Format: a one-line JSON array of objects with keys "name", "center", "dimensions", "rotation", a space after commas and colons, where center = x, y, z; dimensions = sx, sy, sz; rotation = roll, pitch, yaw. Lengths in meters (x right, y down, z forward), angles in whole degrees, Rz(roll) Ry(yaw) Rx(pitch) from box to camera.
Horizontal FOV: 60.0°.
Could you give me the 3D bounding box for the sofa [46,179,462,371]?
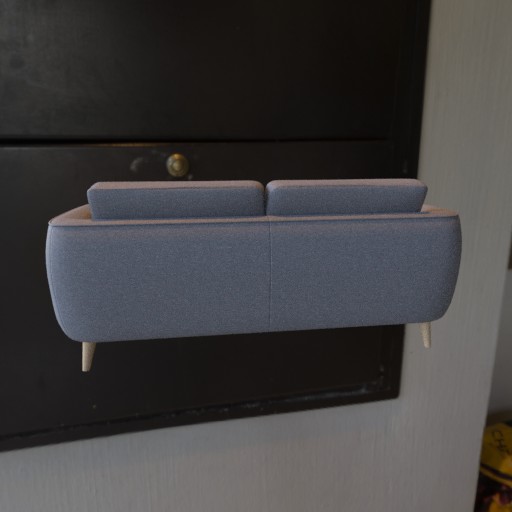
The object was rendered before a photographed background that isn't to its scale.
[{"name": "sofa", "center": [0.000, 0.000, 2.495], "dimensions": [2.000, 0.870, 0.920], "rotation": [-2, 14, -8]}]
